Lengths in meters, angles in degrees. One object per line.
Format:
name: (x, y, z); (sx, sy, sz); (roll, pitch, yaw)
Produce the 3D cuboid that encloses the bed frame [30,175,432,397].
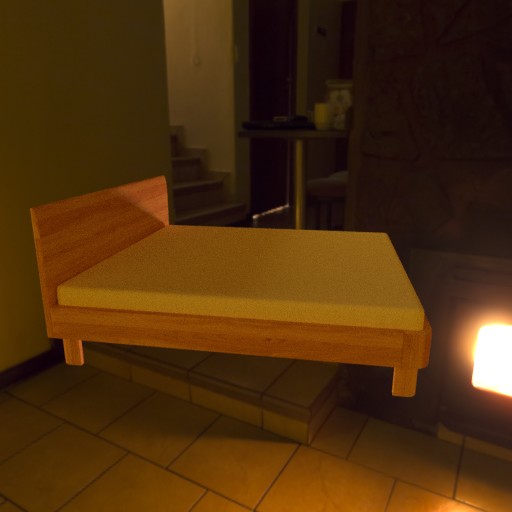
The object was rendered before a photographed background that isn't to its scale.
bed frame: (0.000, 0.000, 3.177); (2.092, 0.940, 1.872); (3, 16, 10)
